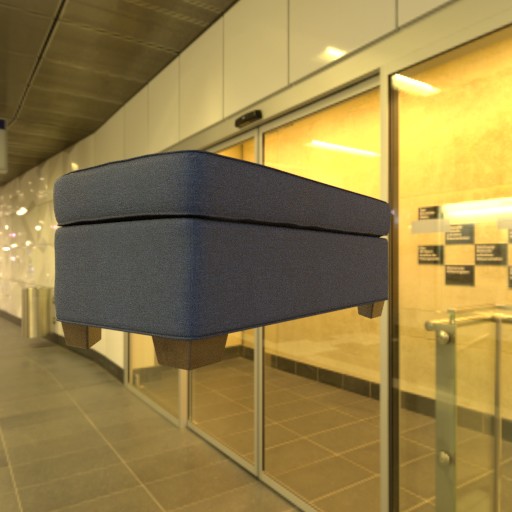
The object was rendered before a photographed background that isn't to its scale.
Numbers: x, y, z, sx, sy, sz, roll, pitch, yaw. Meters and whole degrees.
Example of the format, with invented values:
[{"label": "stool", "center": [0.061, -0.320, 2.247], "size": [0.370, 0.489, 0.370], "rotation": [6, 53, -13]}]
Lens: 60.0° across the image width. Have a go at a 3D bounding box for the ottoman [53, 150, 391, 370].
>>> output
[{"label": "ottoman", "center": [0.000, 0.000, 1.417], "size": [0.515, 0.460, 1.110], "rotation": [0, 0, 36]}]
